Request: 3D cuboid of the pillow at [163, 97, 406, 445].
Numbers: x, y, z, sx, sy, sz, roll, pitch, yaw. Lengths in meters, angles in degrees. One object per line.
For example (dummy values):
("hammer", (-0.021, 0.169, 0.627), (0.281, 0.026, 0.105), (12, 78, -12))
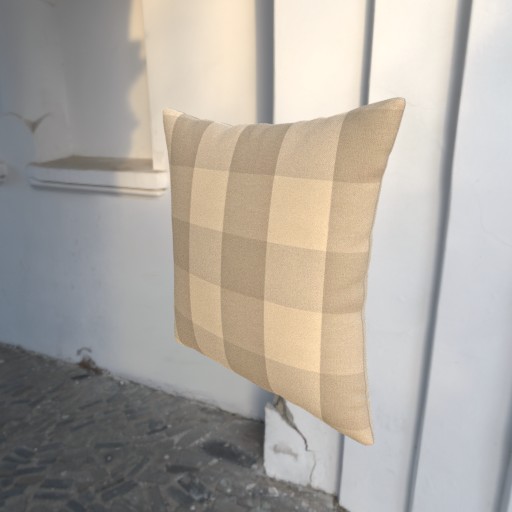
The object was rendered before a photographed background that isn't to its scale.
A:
("pillow", (0.000, 0.000, 0.782), (0.511, 0.509, 0.161), (16, 22, 42))
